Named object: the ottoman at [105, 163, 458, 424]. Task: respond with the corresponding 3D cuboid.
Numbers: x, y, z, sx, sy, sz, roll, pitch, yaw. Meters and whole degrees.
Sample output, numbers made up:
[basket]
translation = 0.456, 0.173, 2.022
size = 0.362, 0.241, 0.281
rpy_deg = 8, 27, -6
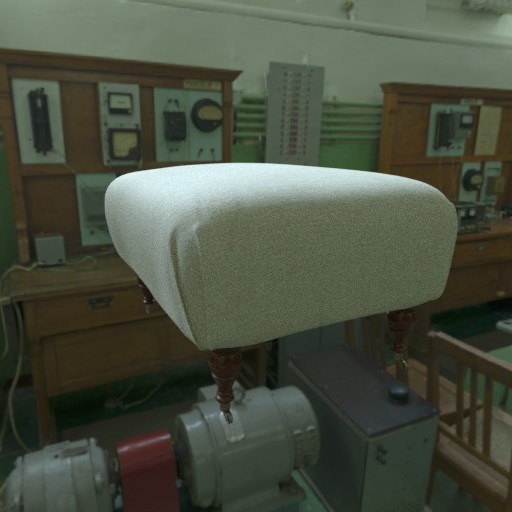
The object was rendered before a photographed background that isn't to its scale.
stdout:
[ottoman]
translation = 0.000, 0.000, 1.111
size = 0.622, 0.450, 0.747
rpy_deg = -7, 17, -26
